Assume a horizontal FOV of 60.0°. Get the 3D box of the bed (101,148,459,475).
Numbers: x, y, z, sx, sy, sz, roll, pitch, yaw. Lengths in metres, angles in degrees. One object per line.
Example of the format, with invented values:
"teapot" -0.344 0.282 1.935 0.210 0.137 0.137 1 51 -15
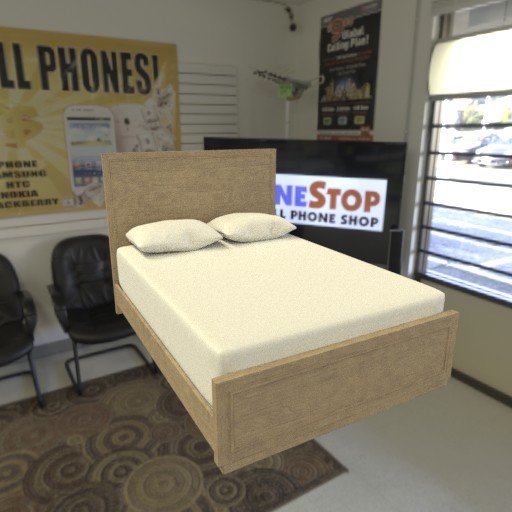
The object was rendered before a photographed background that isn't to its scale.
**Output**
"bed" 0.000 0.000 3.170 1.606 1.369 2.189 -9 18 -28
